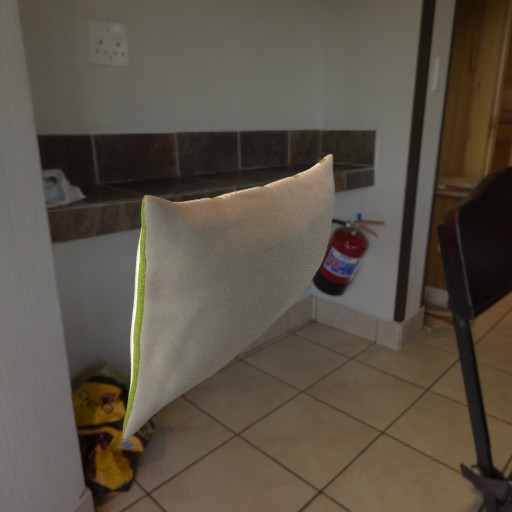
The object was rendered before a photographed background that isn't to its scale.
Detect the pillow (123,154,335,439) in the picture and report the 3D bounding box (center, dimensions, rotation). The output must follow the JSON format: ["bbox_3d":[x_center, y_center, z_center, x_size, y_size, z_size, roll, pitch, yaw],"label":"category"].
[{"bbox_3d":[0.000,0.000,0.724,0.156,0.292,0.608,8,18,25],"label":"pillow"}]
